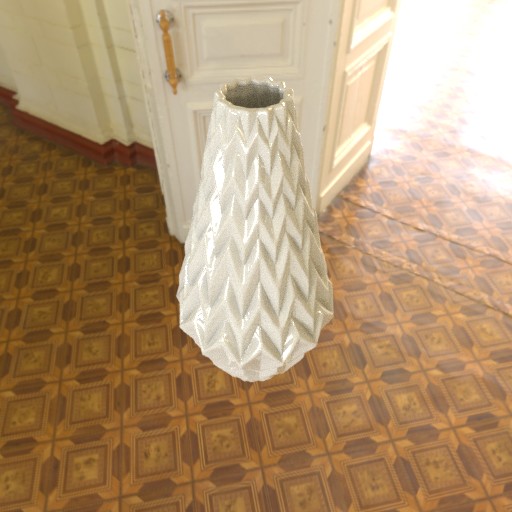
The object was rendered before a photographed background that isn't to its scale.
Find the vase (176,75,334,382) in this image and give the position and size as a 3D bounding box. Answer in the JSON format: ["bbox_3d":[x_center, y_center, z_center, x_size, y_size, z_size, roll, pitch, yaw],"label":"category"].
[{"bbox_3d":[0.000,0.000,0.426,0.167,0.328,0.167,0,46,0],"label":"vase"}]
